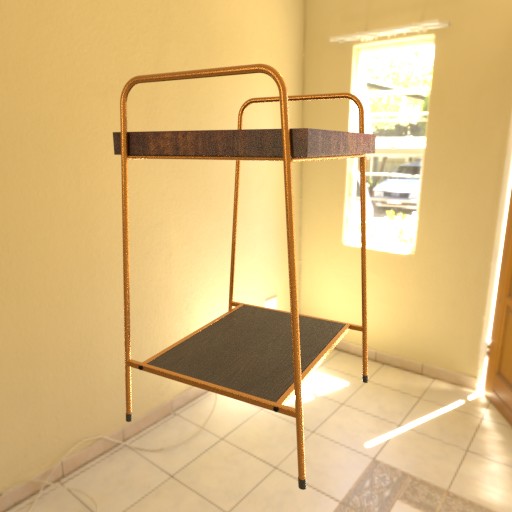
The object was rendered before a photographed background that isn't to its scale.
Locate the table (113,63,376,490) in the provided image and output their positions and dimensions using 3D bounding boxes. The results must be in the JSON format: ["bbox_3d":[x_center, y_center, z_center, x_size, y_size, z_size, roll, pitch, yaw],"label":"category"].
[{"bbox_3d":[0.000,0.000,0.979,0.430,0.710,0.430,7,16,28],"label":"table"}]
